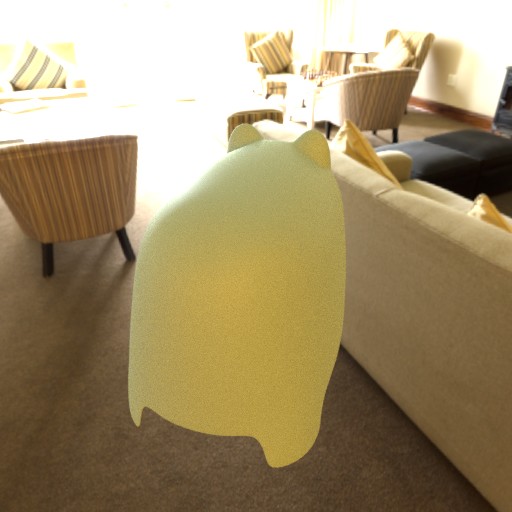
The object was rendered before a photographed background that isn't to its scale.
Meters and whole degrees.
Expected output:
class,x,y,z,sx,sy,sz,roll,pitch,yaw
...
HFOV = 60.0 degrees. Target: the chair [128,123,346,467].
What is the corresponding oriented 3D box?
class,x,y,z,sx,sy,sz,roll,pitch,yaw
chair,0.000,0.000,0.854,0.364,0.423,0.619,10,32,16
